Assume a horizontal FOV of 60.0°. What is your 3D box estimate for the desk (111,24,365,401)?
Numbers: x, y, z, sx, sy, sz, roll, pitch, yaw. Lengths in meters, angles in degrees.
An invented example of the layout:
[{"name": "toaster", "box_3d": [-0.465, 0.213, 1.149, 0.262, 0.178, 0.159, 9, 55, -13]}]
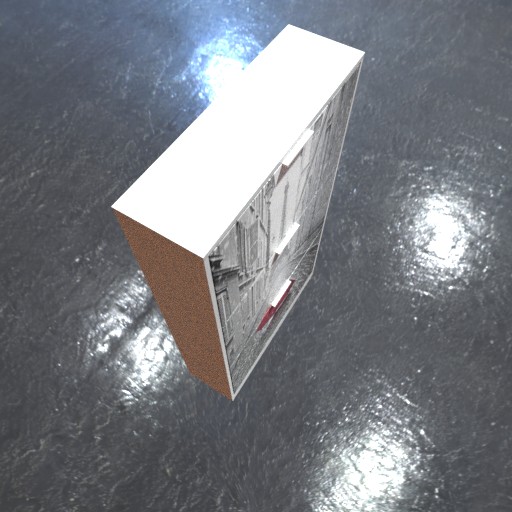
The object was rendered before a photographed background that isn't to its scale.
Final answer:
[{"name": "desk", "box_3d": [0.000, 0.000, 1.611, 0.250, 1.280, 0.750, 28, 64, 15]}]
